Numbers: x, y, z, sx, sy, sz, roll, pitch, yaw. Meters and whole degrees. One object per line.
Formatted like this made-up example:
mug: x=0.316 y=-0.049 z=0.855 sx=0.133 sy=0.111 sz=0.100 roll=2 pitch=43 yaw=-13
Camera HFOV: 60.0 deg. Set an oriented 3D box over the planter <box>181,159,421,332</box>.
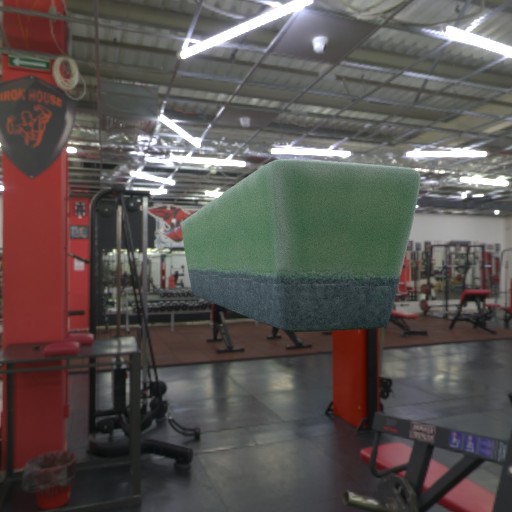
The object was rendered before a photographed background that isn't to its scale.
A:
planter: x=0.000 y=0.000 z=0.311 sx=0.072 sy=0.072 sz=0.275 roll=0 pitch=-1 yaw=-17
